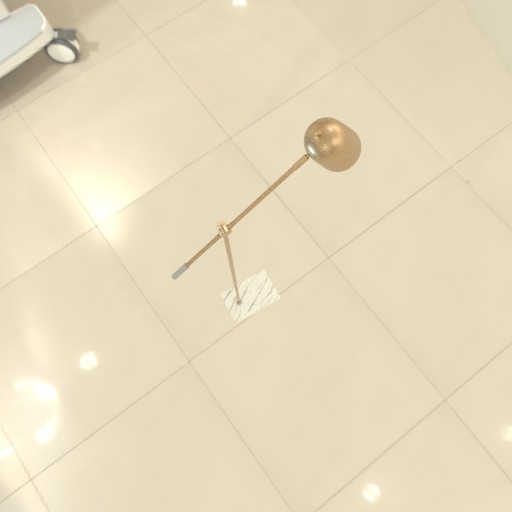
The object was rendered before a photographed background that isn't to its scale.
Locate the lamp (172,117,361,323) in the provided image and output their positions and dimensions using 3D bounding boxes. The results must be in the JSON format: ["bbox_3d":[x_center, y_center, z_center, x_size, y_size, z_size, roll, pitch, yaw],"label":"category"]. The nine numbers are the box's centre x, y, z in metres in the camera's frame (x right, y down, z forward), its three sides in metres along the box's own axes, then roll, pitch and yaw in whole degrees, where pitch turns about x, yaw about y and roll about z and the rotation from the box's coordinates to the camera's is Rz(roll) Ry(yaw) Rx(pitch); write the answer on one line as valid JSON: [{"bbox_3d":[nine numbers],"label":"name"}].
[{"bbox_3d":[0.000,0.000,1.830,0.653,1.594,0.194,-29,76,-8],"label":"lamp"}]
